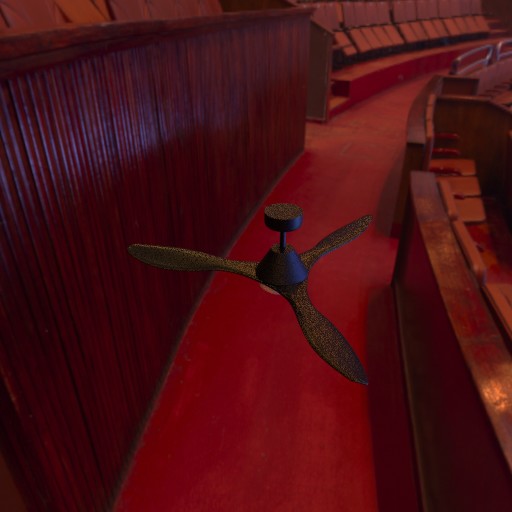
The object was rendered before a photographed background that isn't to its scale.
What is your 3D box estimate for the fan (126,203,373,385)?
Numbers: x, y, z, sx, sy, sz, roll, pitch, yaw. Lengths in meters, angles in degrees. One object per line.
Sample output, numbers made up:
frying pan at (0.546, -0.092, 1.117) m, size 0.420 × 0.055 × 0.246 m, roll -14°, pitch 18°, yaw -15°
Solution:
fan at (0.000, 0.000, 1.607) m, size 1.067 × 0.305 × 1.067 m, roll 1°, pitch 31°, yaw 1°
